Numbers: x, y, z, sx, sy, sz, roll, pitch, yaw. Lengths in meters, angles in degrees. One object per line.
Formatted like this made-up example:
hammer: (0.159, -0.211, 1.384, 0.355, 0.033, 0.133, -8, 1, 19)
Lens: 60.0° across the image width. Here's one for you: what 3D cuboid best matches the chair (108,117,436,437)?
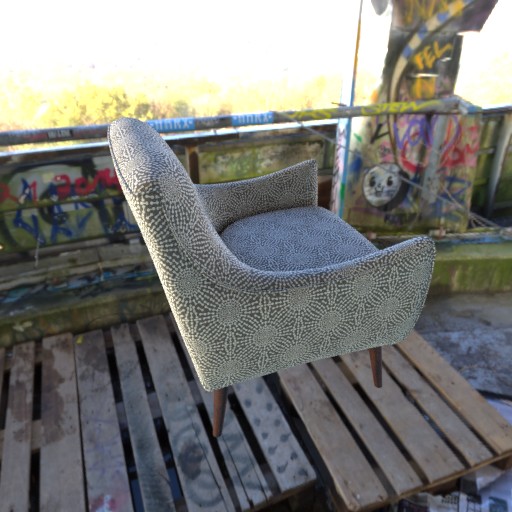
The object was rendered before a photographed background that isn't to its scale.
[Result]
chair: (0.000, 0.000, 1.440, 0.787, 0.838, 0.762, -10, 32, -17)
